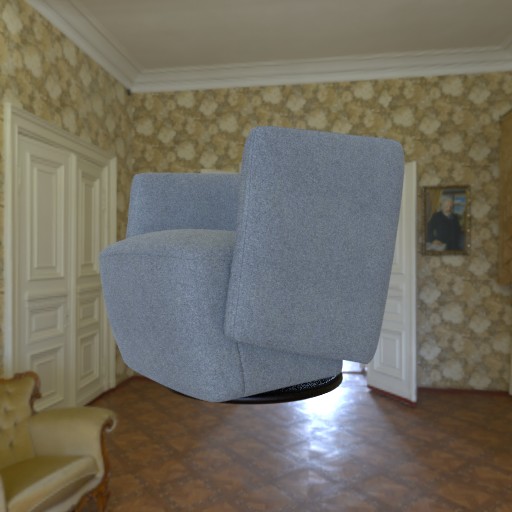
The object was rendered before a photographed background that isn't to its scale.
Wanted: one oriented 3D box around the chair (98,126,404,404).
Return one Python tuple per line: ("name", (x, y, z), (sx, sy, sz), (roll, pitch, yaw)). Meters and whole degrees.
("chair", (0.000, 0.000, 1.592), (0.986, 0.861, 0.822), (1, -1, -38))
